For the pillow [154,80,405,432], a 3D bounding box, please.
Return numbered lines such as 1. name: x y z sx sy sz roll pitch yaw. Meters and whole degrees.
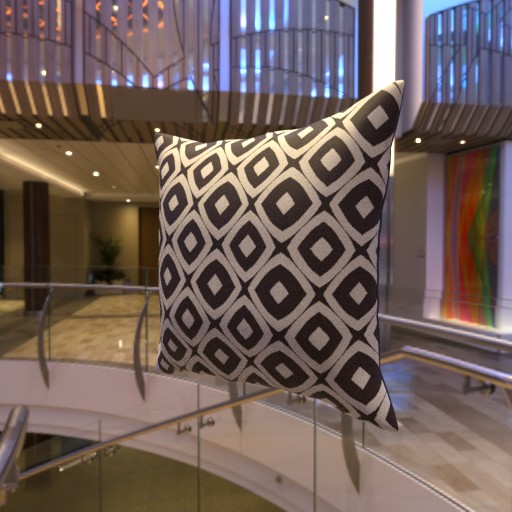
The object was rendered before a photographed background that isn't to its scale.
1. pillow: 0.000 0.000 0.764 0.504 0.494 0.188 1 2 35
